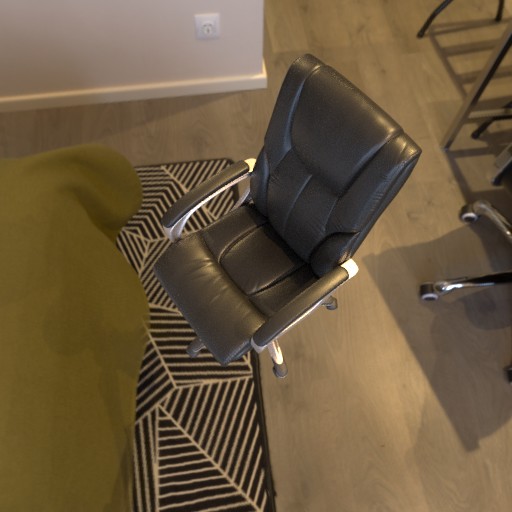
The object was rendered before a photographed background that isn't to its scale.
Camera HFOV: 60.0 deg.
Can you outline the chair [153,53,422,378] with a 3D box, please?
[{"bbox_3d":[0.000,0.000,1.635,0.780,1.145,0.700,-35,69,-15],"label":"chair"}]
